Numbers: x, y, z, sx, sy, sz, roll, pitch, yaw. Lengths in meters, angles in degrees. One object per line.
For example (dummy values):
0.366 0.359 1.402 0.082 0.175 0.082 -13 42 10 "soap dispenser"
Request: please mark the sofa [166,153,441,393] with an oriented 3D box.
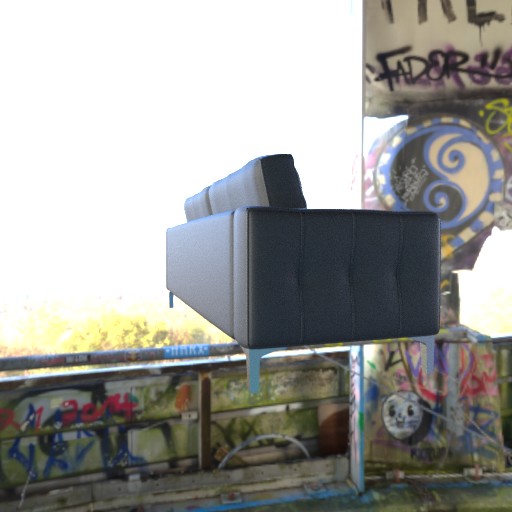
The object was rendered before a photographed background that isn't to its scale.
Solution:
0.000 0.000 2.687 0.833 0.893 2.275 -1 2 -18 "sofa"
